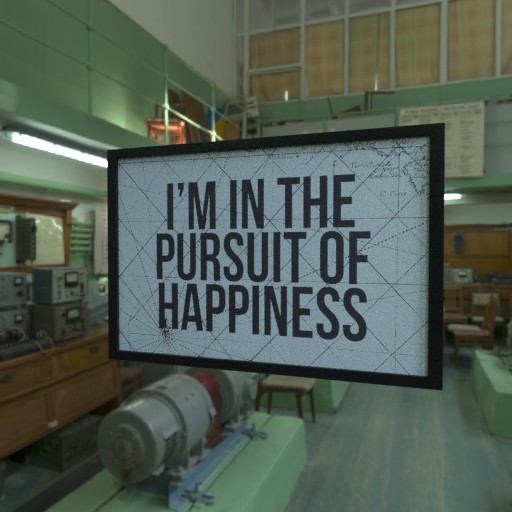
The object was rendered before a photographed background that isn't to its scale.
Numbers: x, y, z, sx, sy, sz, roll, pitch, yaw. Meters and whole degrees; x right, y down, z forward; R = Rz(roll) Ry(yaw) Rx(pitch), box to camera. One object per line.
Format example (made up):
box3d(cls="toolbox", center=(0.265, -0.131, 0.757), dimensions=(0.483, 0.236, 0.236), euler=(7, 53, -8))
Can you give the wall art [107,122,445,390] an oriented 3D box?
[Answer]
box3d(cls="wall art", center=(0.000, 0.000, 1.047), dimensions=(0.819, 0.552, 0.015), euler=(0, 1, 18))
